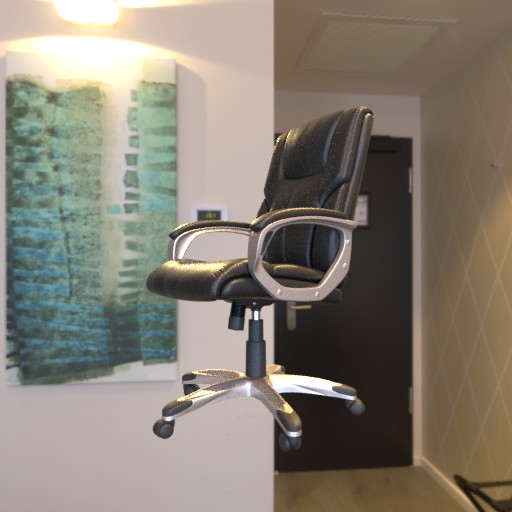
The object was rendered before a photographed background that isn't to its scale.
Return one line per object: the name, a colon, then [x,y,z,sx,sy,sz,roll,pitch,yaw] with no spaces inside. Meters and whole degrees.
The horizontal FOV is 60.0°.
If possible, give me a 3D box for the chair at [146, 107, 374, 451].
chair: [0.000,0.000,1.618,0.780,1.145,0.700,0,-1,-36]
